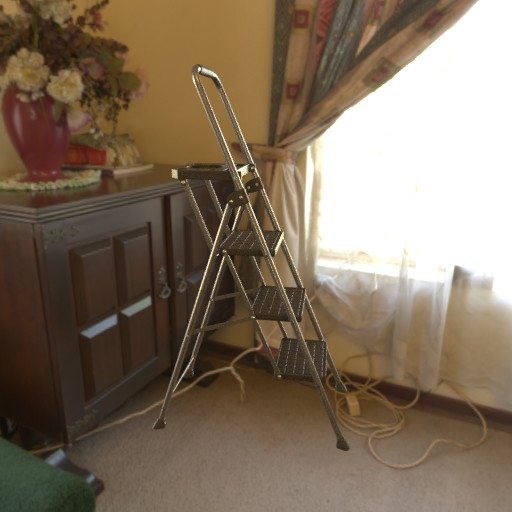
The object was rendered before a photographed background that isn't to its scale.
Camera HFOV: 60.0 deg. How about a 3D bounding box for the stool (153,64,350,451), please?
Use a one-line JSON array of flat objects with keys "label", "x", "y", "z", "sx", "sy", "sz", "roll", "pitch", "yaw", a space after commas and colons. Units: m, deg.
[{"label": "stool", "x": 0.000, "y": 0.000, "z": 1.609, "sx": 0.733, "sy": 1.277, "sz": 0.396, "roll": 3, "pitch": 17, "yaw": 9}]
